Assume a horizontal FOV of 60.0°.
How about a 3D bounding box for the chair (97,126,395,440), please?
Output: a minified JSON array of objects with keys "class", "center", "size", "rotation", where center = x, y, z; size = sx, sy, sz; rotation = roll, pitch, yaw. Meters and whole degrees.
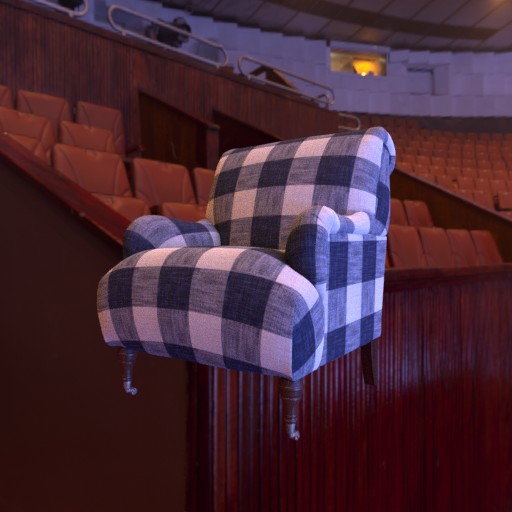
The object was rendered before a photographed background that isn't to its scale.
[{"class":"chair","center":[0.000,0.000,1.578],"size":[0.781,0.953,0.848],"rotation":[1,1,34]}]
